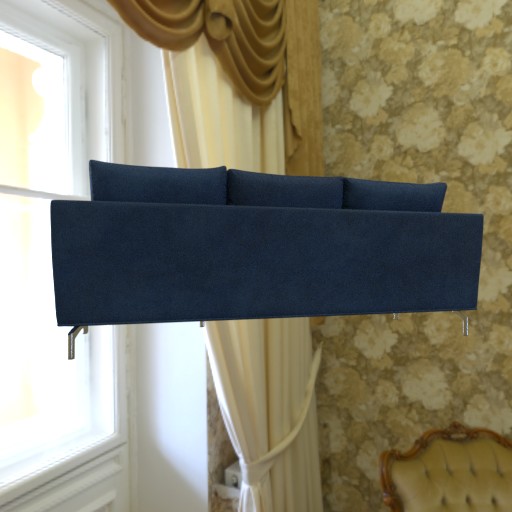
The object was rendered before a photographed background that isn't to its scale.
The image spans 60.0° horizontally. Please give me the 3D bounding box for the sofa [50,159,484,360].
[{"bbox_3d":[0.000,0.000,3.129,2.438,0.987,1.622,0,0,-16],"label":"sofa"}]
